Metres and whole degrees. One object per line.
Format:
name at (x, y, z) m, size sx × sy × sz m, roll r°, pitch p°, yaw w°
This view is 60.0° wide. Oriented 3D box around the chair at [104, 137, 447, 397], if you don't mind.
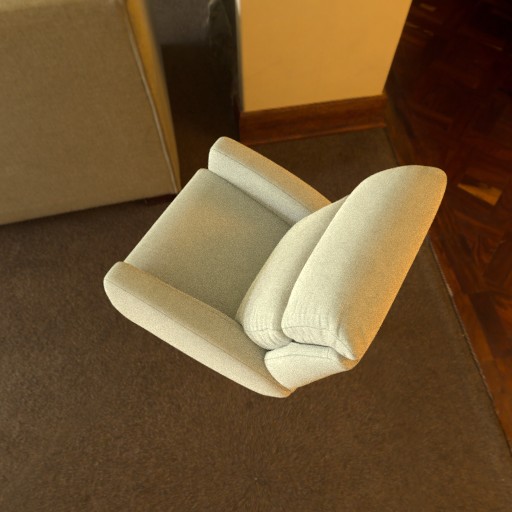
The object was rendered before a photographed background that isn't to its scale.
chair at (0.000, 0.000, 1.635) m, size 0.941 × 1.015 × 0.812 m, roll 28°, pitch 67°, yaw 13°
